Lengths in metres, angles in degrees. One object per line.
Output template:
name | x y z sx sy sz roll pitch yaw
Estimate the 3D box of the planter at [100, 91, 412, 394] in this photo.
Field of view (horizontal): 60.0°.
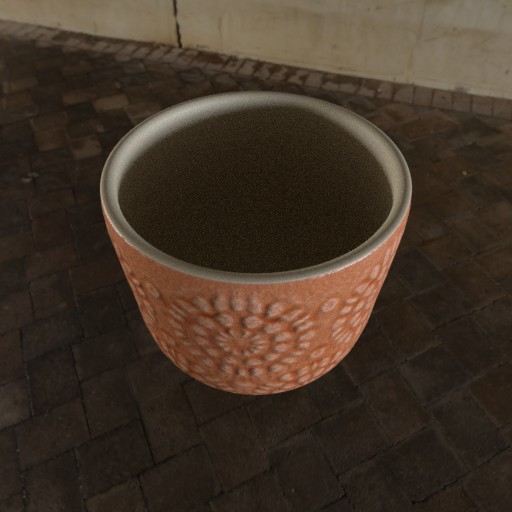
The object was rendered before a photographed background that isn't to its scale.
planter | 0.000 0.000 0.218 0.124 0.109 0.124 0 48 0
